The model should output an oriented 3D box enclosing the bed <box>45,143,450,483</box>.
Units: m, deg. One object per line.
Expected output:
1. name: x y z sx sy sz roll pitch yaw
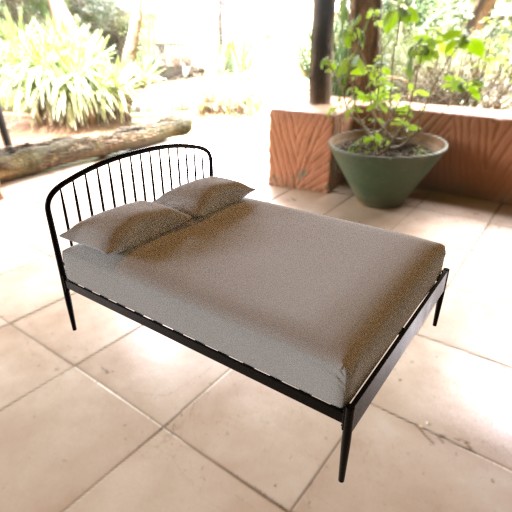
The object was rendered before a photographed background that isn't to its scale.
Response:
1. bed: 0.000 0.000 2.992 2.159 1.166 1.618 17 31 31
